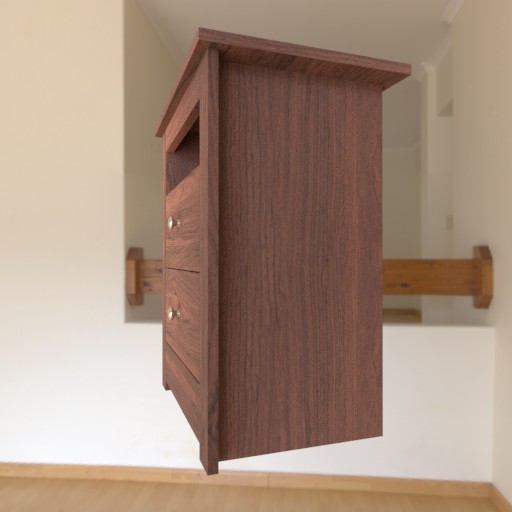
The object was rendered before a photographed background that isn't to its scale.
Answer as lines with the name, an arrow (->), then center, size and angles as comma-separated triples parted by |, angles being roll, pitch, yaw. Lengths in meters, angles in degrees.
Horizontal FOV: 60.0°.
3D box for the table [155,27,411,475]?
table -> 0.000, 0.000, 1.034 | 0.406, 0.711, 0.589 | 0, 0, -19
